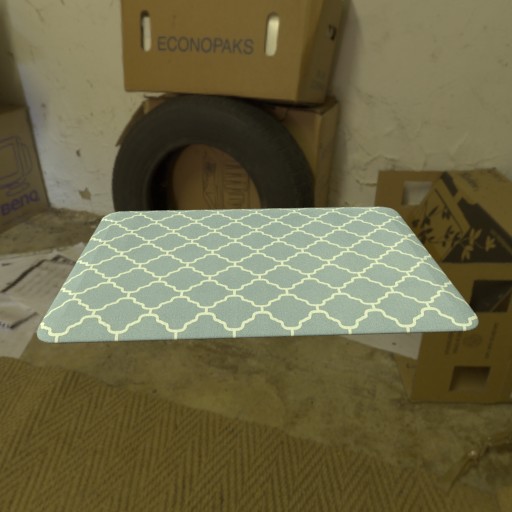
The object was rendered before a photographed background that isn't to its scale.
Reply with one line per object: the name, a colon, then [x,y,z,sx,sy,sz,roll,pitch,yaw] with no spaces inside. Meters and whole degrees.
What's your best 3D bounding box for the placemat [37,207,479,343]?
placemat: [0.000,0.000,0.952,0.762,0.021,0.508,-1,30,-2]
